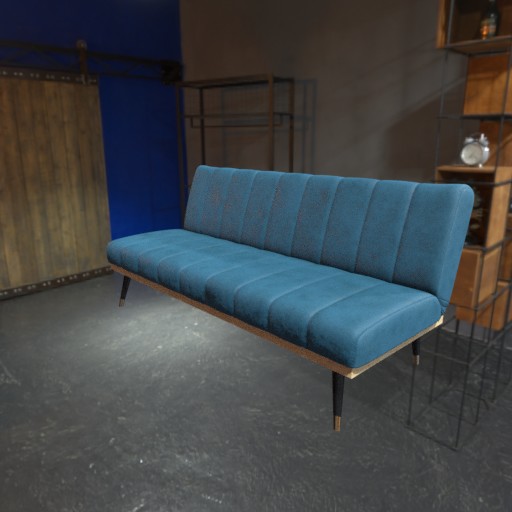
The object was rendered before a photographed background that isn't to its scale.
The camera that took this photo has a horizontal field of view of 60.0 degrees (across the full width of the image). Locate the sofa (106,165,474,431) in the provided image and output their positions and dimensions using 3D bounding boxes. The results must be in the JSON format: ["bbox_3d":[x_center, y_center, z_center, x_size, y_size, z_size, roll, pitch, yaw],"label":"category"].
[{"bbox_3d":[0.000,0.000,2.307,0.830,0.825,1.810,-14,20,-41],"label":"sofa"}]
